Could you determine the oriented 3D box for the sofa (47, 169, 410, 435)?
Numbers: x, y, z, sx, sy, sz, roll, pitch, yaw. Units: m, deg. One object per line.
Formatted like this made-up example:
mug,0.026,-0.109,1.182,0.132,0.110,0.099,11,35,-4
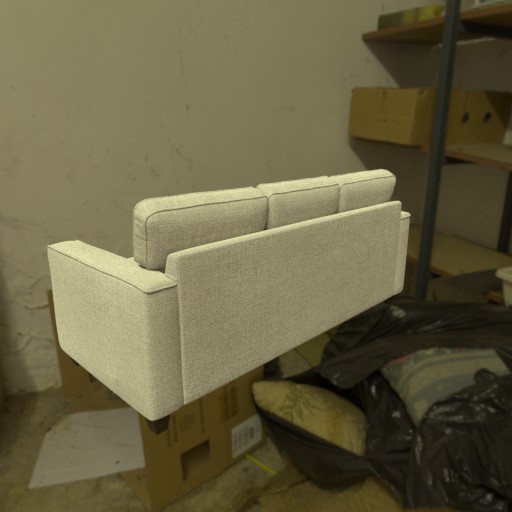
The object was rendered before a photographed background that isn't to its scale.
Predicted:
sofa,0.000,0.000,2.689,0.939,0.965,2.133,15,22,42
